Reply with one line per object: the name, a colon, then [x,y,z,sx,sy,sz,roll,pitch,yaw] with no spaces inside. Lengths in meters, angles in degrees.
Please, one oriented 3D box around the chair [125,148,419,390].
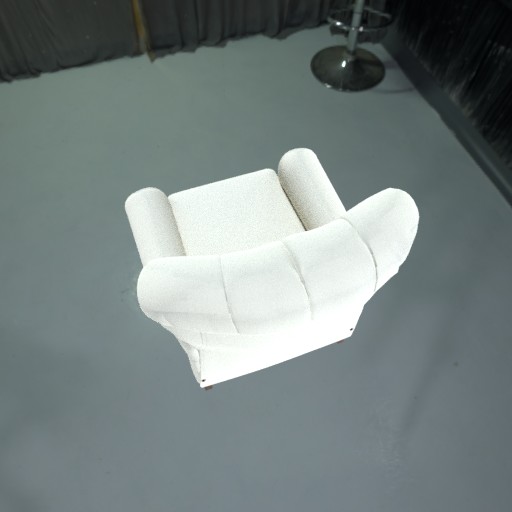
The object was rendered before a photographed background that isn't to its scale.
chair: [0.000,0.000,2.057,1.035,1.169,1.132,-17,59,-10]
